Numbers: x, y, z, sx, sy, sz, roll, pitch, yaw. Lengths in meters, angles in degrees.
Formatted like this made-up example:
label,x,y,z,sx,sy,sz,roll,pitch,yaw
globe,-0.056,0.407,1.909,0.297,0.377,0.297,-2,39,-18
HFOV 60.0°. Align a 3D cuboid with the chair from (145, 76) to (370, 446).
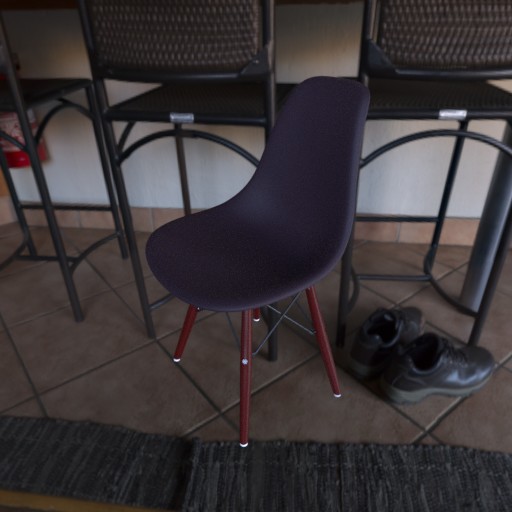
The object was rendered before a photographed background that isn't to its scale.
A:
label,x,y,z,sx,sy,sz,roll,pitch,yaw
chair,0.000,0.000,1.160,0.533,0.826,0.470,-20,36,-30
